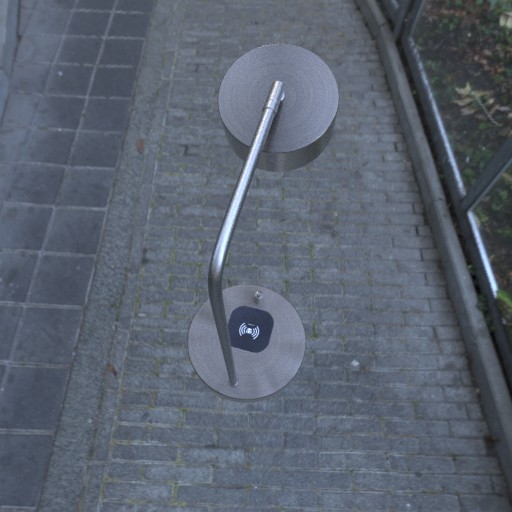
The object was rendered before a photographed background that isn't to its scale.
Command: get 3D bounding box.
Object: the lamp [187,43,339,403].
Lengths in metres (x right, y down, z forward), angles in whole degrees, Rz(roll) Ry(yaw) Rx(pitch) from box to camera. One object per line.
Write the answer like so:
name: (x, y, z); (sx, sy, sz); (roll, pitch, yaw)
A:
lamp: (0.000, 0.000, 0.635); (0.211, 0.469, 0.334); (14, 63, 7)
